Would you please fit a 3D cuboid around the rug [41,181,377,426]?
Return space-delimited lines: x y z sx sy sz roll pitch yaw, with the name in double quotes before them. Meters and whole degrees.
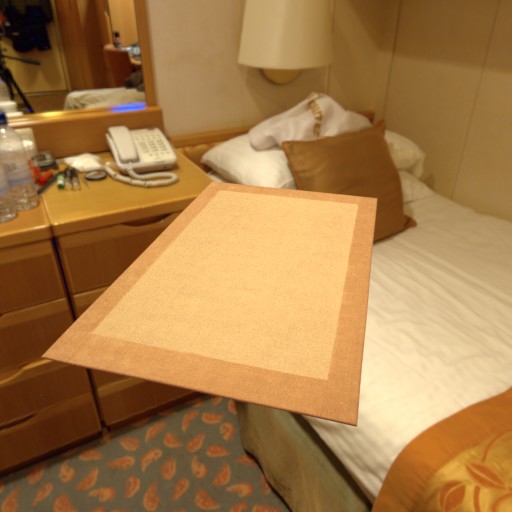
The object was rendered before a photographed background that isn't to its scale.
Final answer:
"rug" 0.000 0.000 3.009 1.524 0.014 2.438 8 32 13
